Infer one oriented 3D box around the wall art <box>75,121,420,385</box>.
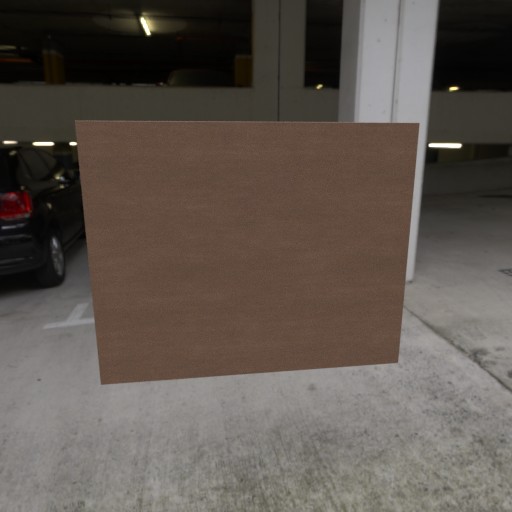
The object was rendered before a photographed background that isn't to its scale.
[{"bbox_3d":[0.000,0.000,0.705,0.508,0.408,0.012,-2,15,-8],"label":"wall art"}]
